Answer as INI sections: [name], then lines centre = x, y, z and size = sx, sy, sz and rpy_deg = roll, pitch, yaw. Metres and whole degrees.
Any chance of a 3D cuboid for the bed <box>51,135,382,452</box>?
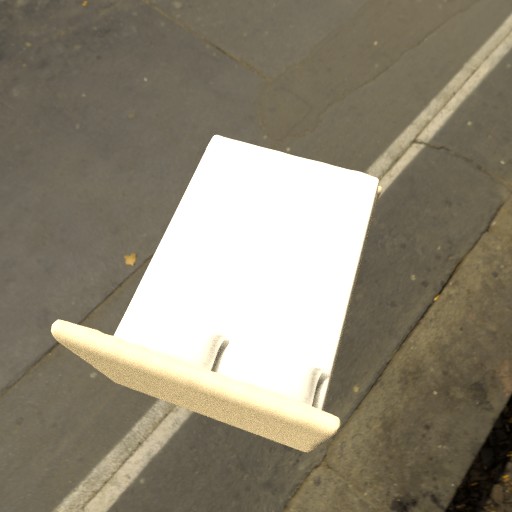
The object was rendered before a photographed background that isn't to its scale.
[bed]
centre = 0.000, 0.000, 3.501
size = 1.698, 1.427, 2.387
rpy_deg = 17, 65, 8
